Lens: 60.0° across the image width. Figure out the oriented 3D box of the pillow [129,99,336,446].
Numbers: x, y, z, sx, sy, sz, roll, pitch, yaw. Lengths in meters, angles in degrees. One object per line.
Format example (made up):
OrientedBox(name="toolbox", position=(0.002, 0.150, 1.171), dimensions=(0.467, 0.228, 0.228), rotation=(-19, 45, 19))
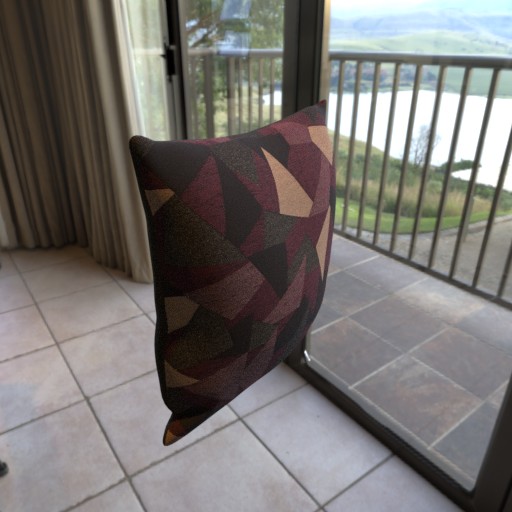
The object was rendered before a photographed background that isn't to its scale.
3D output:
OrientedBox(name="pillow", position=(0.000, 0.000, 0.791), dimensions=(0.208, 0.496, 0.503), rotation=(17, 31, 31))
